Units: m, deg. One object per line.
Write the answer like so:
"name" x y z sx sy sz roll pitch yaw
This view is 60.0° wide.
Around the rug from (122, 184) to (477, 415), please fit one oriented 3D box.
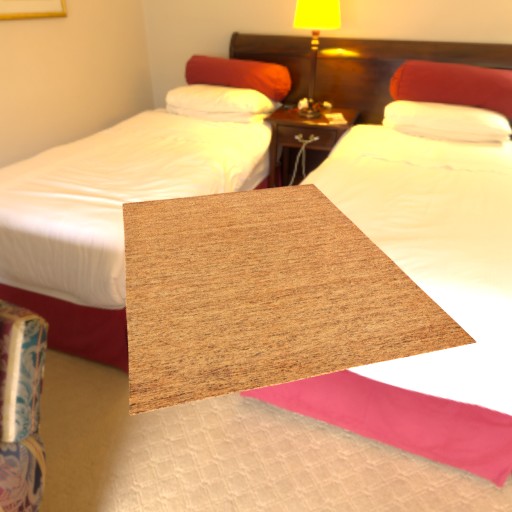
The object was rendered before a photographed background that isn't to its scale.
"rug" 0.000 0.000 4.251 2.438 0.012 3.200 -8 32 -13
